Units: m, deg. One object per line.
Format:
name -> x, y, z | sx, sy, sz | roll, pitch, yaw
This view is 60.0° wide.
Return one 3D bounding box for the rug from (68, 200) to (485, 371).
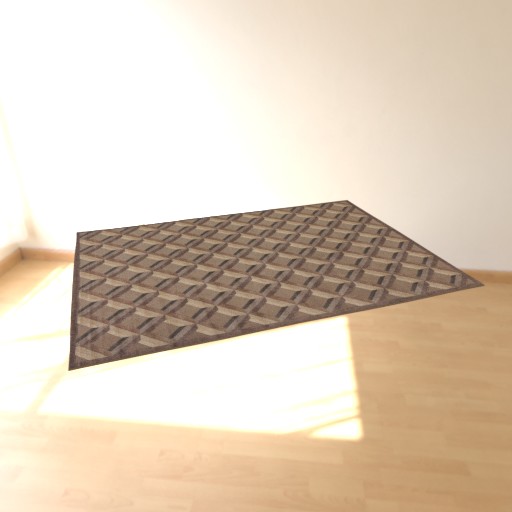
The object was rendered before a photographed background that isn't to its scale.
rug -> 0.000, 0.000, 2.909 | 2.260, 0.013, 1.600 | -9, 27, -17
